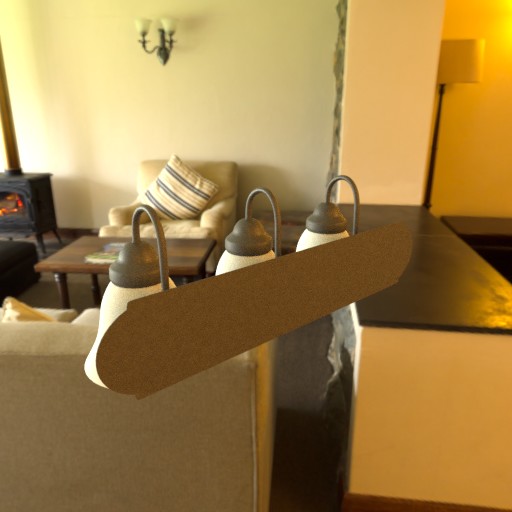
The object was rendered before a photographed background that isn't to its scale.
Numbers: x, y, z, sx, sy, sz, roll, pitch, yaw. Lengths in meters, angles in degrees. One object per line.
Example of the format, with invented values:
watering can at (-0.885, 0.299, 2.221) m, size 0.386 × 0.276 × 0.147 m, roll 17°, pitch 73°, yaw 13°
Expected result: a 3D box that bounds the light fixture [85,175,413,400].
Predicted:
light fixture at (0.000, 0.000, 0.701) m, size 0.610 × 0.222 × 0.199 m, roll -16°, pitch 24°, yaw -39°
